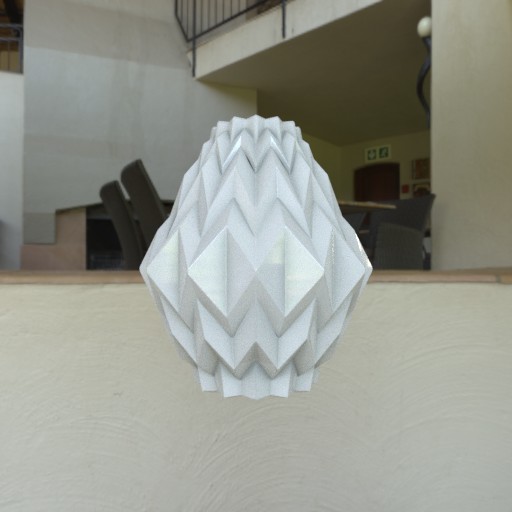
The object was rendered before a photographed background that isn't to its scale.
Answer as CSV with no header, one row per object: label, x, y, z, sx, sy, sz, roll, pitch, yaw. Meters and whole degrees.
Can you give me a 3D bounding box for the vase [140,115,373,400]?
vase,0.000,0.000,0.320,0.164,0.185,0.164,0,0,0
